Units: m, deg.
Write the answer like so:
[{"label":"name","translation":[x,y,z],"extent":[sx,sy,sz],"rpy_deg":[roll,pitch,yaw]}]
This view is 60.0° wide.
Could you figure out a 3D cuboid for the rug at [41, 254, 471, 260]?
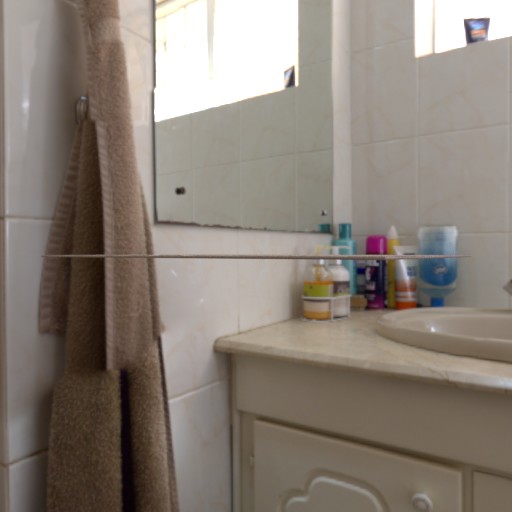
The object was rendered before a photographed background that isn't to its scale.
[{"label":"rug","translation":[0.000,0.000,2.847],"extent":[2.260,0.013,1.600],"rpy_deg":[0,0,36]}]
